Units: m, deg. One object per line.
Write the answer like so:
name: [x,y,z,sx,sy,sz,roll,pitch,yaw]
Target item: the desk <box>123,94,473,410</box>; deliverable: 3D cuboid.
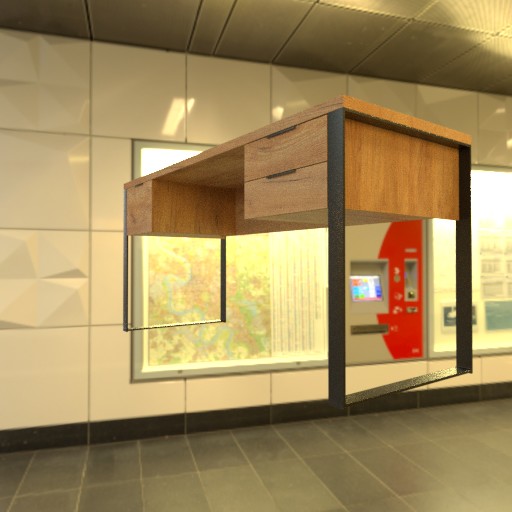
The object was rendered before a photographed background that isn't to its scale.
desk: [0.000,0.000,1.853,0.600,0.760,1.520,1,-1,-36]
